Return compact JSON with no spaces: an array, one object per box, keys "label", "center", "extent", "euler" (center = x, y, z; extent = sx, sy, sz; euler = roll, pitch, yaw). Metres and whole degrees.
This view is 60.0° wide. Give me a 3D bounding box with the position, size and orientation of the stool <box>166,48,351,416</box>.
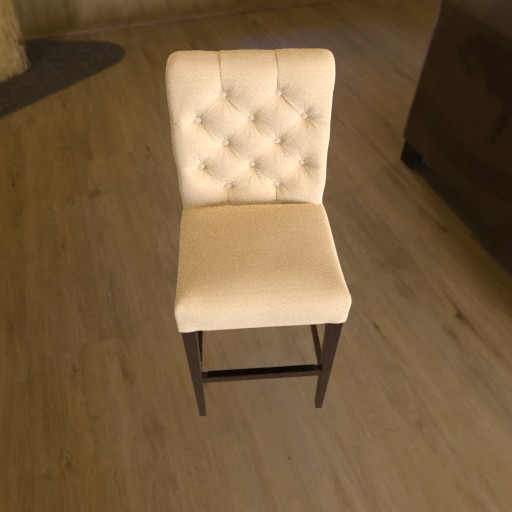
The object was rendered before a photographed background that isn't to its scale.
[{"label":"stool","center":[0.000,0.000,1.463],"extent":[0.482,1.118,0.610],"euler":[-3,47,-3]}]
